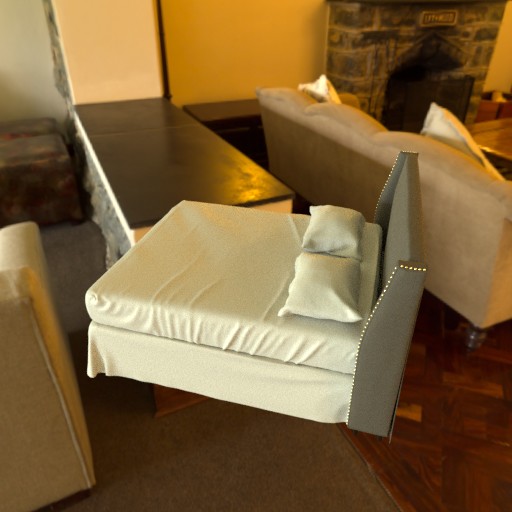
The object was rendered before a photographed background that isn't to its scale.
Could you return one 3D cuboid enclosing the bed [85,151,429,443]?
[{"bbox_3d":[0.000,0.000,3.478,2.276,1.332,1.925,8,32,14],"label":"bed"}]
